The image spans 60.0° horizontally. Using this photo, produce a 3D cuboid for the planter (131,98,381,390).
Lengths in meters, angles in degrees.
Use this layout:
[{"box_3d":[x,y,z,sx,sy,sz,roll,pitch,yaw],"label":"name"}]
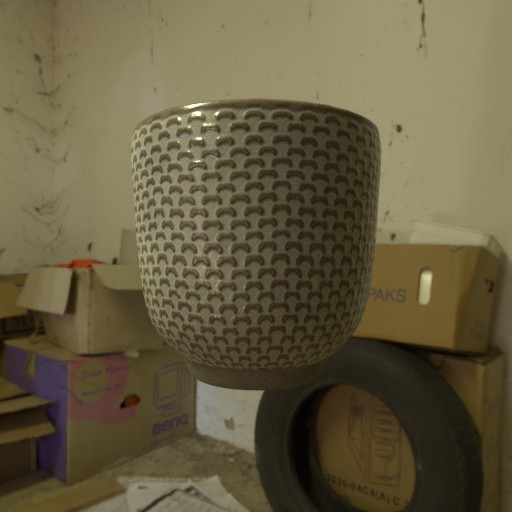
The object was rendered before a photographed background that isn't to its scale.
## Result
[{"box_3d":[0.000,0.000,0.362,0.197,0.191,0.197,0,0,0],"label":"planter"}]
